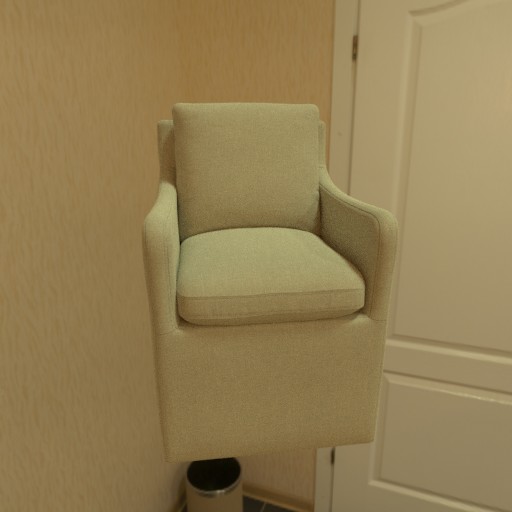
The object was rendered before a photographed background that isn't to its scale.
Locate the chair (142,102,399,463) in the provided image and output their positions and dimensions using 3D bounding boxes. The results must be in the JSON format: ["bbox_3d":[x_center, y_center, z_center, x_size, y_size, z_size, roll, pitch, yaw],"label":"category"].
[{"bbox_3d":[0.000,0.000,1.360,0.626,0.914,0.694,-2,16,-8],"label":"chair"}]
